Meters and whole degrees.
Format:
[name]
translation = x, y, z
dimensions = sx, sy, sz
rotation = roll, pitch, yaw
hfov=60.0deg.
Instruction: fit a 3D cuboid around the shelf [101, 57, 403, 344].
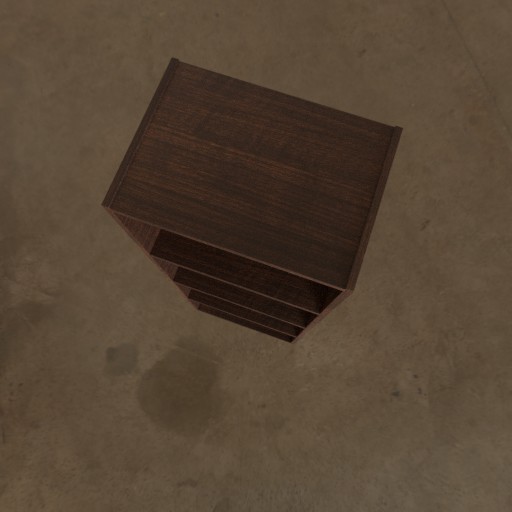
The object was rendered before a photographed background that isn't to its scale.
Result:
[shelf]
translation = 0.000, 0.000, 1.239
dimensions = 0.415, 1.099, 0.290
rotation = 19, 76, 5
